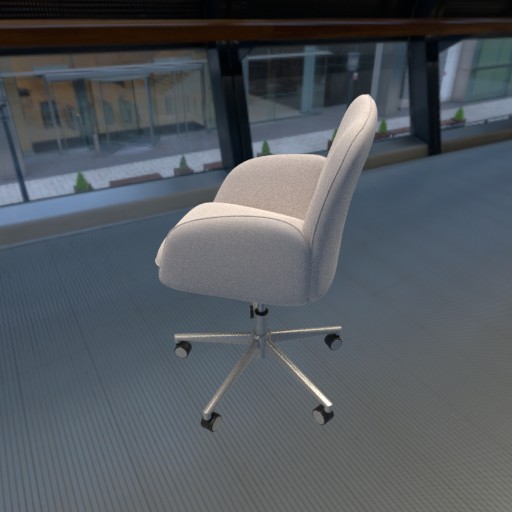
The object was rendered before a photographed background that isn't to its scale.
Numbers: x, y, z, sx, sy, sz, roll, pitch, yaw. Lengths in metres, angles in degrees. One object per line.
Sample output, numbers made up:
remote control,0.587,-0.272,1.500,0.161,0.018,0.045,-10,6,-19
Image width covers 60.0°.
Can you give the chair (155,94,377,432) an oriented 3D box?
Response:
chair,0.000,0.000,1.411,0.633,0.959,0.648,7,31,12
